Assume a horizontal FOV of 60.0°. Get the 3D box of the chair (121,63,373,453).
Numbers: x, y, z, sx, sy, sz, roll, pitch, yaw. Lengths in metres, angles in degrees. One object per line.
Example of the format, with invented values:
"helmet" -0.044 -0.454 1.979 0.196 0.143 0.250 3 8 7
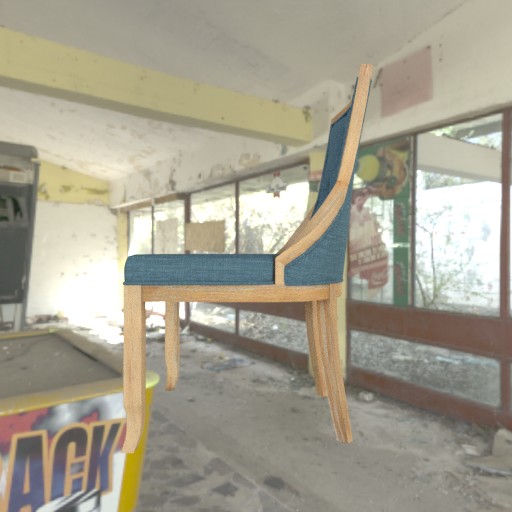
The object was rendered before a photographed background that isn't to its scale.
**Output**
"chair" 0.000 0.000 1.315 0.641 0.947 0.524 0 0 0
